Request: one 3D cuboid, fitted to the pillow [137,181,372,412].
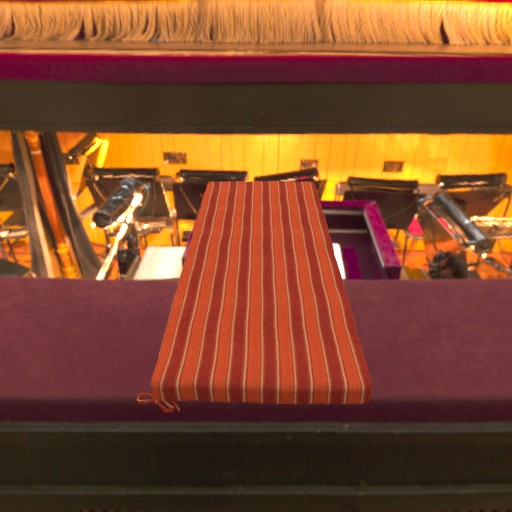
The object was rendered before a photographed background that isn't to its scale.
[{"bbox_3d":[0.000,0.000,1.399,0.492,0.081,1.187,0,30,1],"label":"pillow"}]
